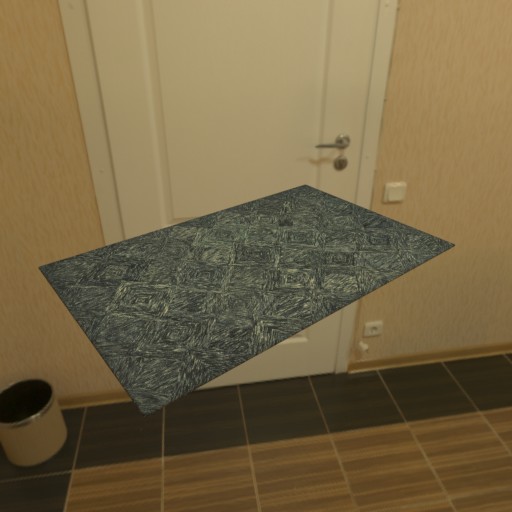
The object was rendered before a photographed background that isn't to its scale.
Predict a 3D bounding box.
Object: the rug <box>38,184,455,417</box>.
[{"bbox_3d":[0.000,0.000,2.918,2.330,0.017,1.478,-22,36,-33],"label":"rug"}]
